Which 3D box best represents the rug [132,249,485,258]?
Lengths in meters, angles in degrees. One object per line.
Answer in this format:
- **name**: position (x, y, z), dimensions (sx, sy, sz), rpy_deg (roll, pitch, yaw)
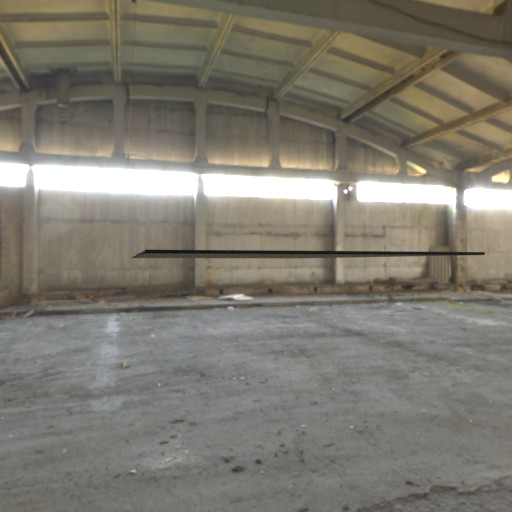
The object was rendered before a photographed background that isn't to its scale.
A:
- **rug**: position (0.000, 0.000, 2.899), dimensions (1.526, 0.014, 2.290), rpy_deg (0, -1, -17)
